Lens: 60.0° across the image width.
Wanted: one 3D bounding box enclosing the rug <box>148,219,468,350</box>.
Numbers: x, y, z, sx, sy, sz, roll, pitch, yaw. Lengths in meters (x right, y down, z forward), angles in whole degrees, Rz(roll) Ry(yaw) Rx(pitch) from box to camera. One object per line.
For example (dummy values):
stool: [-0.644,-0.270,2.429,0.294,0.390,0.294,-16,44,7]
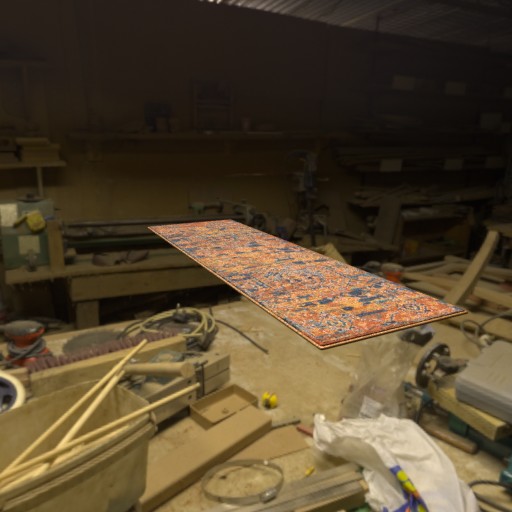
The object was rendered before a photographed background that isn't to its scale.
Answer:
rug: [0.000,0.000,2.032,0.556,0.013,1.820,-7,16,-26]
